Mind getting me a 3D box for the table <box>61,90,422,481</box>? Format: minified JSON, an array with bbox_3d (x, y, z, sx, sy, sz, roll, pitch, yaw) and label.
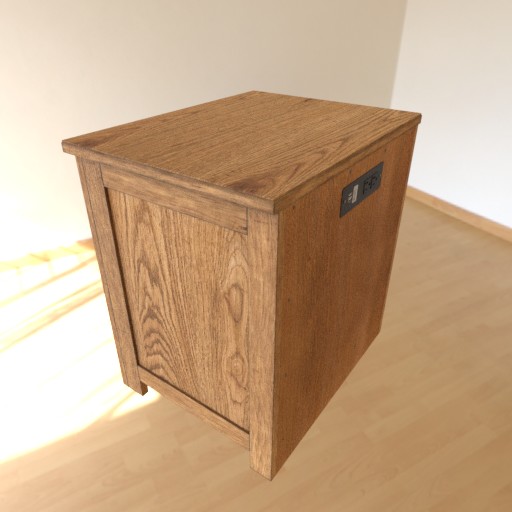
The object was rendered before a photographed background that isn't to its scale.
[{"bbox_3d":[0.000,0.000,1.066,0.494,0.625,0.601,20,36,30],"label":"table"}]
